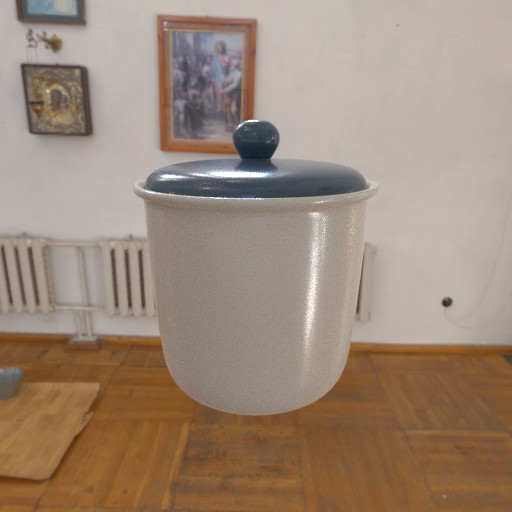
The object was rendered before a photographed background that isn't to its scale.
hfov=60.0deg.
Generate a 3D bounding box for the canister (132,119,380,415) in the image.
[{"bbox_3d":[0.000,0.000,0.353,0.182,0.208,0.182,0,16,0],"label":"canister"}]
